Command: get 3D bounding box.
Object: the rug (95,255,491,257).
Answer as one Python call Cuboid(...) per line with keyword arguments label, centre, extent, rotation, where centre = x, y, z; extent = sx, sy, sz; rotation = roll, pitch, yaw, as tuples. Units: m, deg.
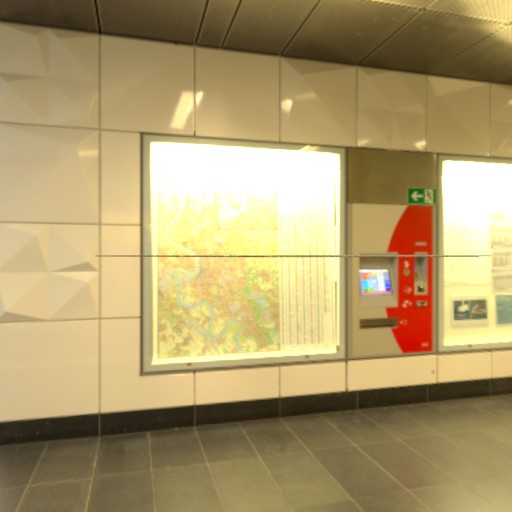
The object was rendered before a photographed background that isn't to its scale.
Cuboid(label="rug", centre=(0.000, 0.000, 4.258), extent=(2.143, 0.015, 3.422), rotation=(0, 0, -35))
